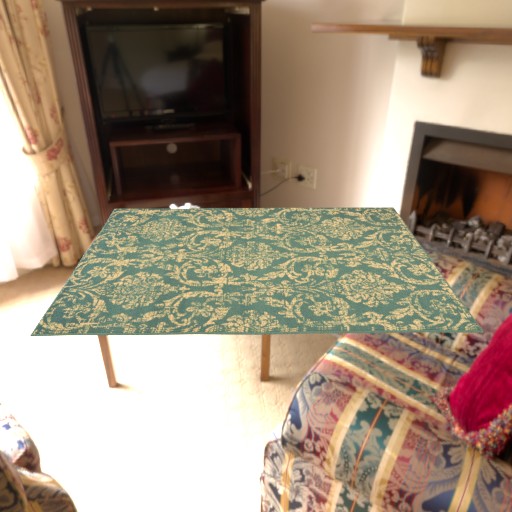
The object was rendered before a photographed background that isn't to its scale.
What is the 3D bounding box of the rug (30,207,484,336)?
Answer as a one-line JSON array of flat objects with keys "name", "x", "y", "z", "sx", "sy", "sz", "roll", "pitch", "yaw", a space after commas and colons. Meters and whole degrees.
[{"name": "rug", "x": 0.000, "y": 0.000, "z": 2.827, "sx": 2.205, "sy": 0.012, "sz": 1.554, "roll": 0, "pitch": 29, "yaw": -1}]
